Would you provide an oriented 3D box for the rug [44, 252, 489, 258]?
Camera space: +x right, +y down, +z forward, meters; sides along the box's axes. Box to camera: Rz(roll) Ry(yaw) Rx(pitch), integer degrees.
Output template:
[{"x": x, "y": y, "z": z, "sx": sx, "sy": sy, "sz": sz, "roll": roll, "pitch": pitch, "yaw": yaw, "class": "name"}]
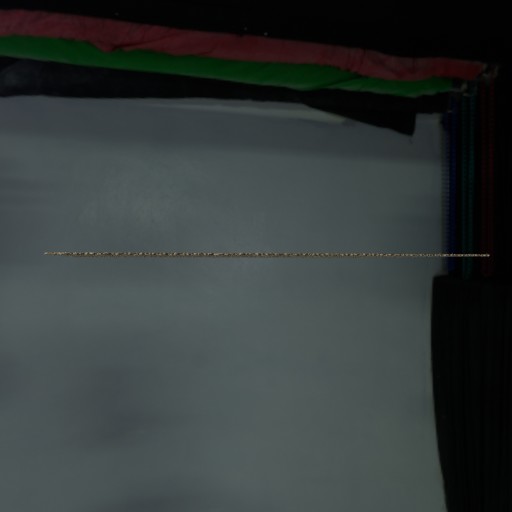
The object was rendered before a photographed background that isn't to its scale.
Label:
[{"x": 0.000, "y": 0.000, "z": 2.285, "sx": 1.828, "sy": 0.008, "sz": 1.219, "roll": 0, "pitch": -1, "yaw": -17, "class": "rug"}]
